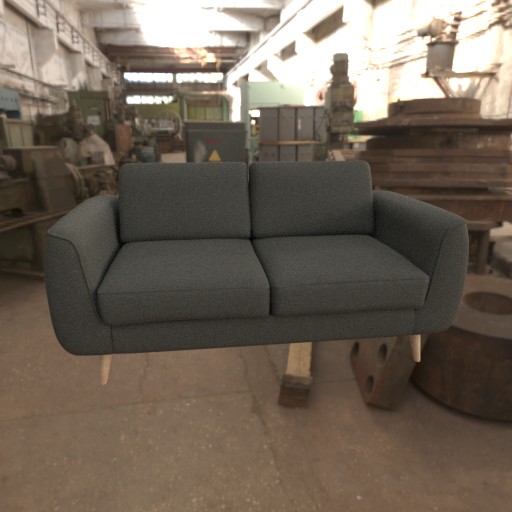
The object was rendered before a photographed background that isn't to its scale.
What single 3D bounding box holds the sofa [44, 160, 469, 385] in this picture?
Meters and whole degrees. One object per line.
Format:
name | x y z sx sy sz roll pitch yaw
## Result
sofa | 0.000 0.000 2.145 1.700 0.850 0.920 -2 17 -7
